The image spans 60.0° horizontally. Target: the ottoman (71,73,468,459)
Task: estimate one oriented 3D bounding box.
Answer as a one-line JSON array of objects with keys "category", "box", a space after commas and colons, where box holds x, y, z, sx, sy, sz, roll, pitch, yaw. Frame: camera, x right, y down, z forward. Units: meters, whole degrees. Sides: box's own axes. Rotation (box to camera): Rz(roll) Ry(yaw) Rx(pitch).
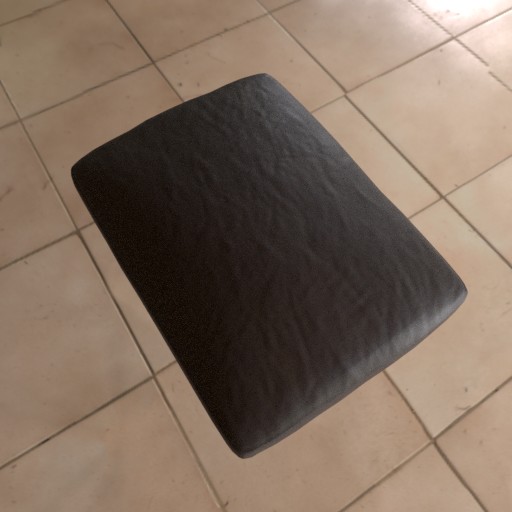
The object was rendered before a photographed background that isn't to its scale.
[{"category": "ottoman", "box": [0.000, 0.000, 1.252, 0.659, 0.529, 0.887, -31, 69, -14]}]
